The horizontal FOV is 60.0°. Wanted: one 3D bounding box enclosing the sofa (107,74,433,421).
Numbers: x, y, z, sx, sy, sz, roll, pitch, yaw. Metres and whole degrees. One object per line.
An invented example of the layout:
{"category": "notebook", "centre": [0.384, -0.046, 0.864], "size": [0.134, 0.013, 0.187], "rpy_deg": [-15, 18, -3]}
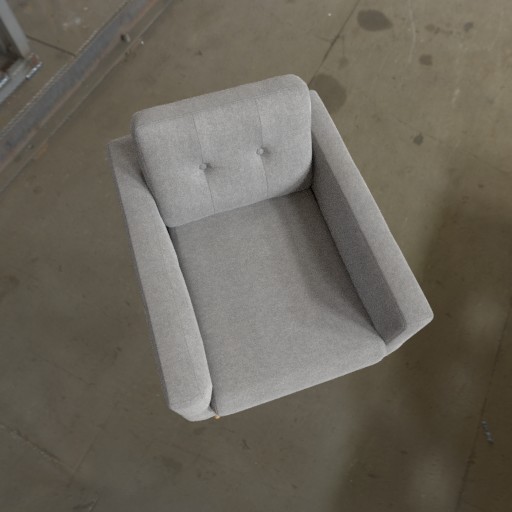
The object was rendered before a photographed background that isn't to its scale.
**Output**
{"category": "sofa", "centre": [0.000, 0.000, 1.521], "size": [0.770, 0.860, 0.920], "rpy_deg": [-17, 66, -8]}
